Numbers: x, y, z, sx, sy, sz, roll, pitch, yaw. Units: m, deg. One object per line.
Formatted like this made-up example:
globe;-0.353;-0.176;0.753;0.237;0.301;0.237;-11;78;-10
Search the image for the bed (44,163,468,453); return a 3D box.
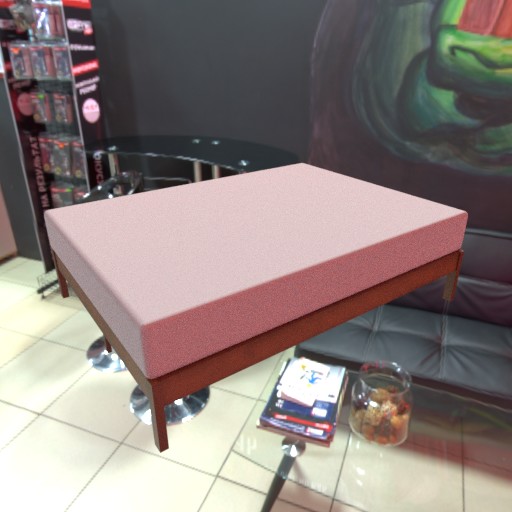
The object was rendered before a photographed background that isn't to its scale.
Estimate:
bed;0.000;0.000;2.749;2.050;0.593;1.529;-17;30;-32
